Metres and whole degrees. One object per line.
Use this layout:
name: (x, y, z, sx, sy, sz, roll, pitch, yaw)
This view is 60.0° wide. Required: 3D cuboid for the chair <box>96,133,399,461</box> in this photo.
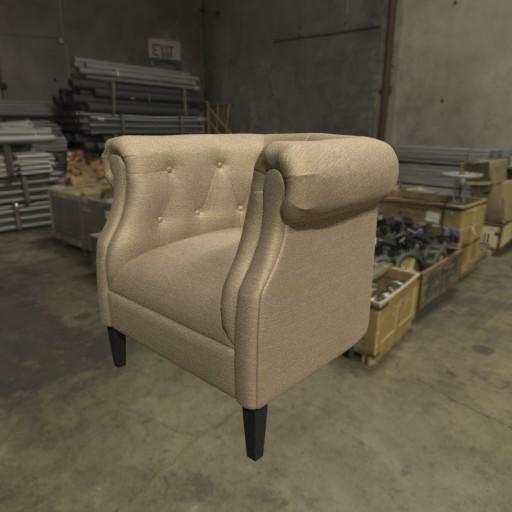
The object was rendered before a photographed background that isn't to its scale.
chair: (0.000, 0.000, 1.567, 0.905, 0.827, 0.852, 15, 22, 41)
